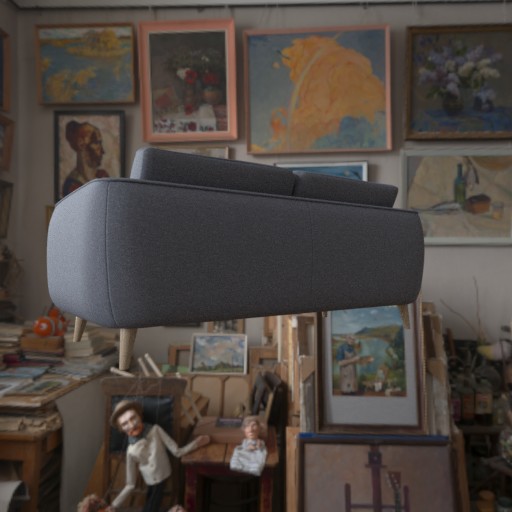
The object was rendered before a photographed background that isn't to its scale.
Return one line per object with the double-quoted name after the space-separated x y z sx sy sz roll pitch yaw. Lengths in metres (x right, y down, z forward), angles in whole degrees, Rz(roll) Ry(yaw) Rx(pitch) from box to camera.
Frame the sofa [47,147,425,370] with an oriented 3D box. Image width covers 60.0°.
0.000 0.000 2.500 2.000 0.870 0.920 1 -1 -35 "sofa"
